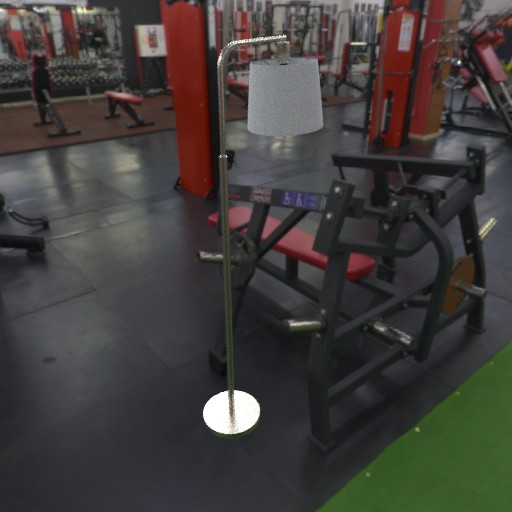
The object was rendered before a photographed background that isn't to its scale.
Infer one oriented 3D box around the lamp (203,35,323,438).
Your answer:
[{"bbox_3d":[0.000,0.000,1.658,0.508,1.478,0.254,-19,33,-32],"label":"lamp"}]
